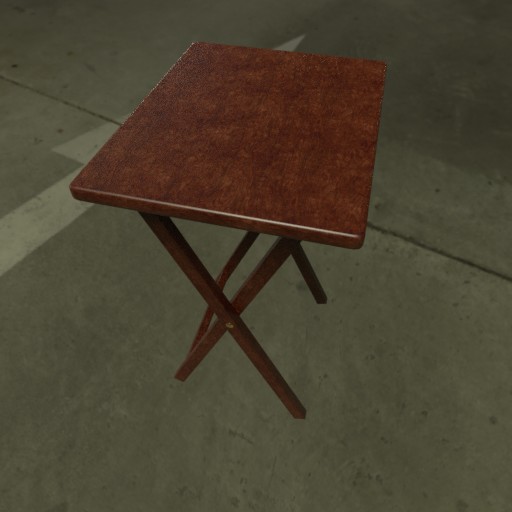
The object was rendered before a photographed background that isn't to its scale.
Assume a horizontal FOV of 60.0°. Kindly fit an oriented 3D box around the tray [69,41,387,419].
[{"bbox_3d":[0.000,0.000,0.936,0.381,0.660,0.483,11,48,10],"label":"tray"}]
